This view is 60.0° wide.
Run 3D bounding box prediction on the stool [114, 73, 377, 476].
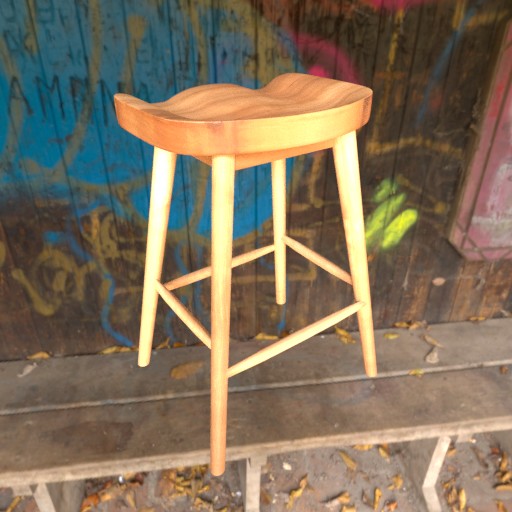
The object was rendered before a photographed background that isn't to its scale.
[{"bbox_3d":[0.000,0.000,0.878,0.440,0.615,0.361,-20,36,-30],"label":"stool"}]
